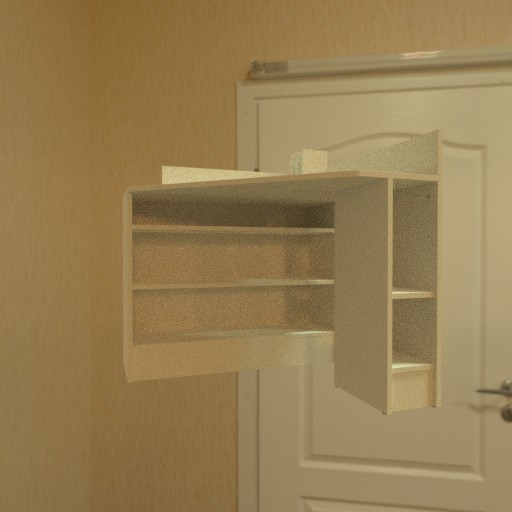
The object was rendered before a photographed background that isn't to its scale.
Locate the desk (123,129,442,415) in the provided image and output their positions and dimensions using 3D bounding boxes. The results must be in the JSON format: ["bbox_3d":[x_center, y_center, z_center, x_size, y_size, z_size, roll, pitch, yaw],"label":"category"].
[{"bbox_3d":[0.000,0.000,1.718,0.940,0.986,0.940,0,1,-20],"label":"desk"}]
